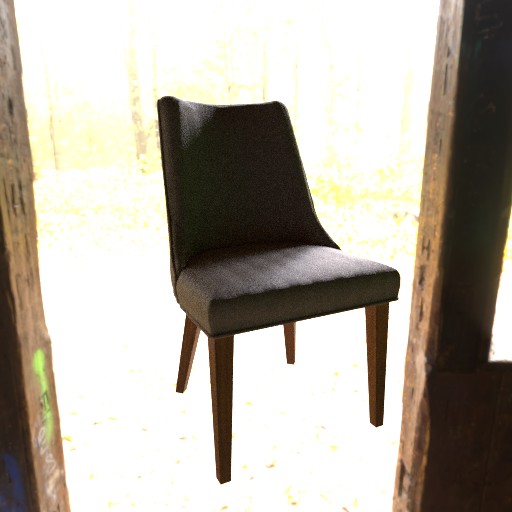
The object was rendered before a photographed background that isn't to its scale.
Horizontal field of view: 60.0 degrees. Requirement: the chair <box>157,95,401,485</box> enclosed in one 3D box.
[{"bbox_3d":[0.000,0.000,1.309,0.548,0.916,0.636,-7,16,-26],"label":"chair"}]
